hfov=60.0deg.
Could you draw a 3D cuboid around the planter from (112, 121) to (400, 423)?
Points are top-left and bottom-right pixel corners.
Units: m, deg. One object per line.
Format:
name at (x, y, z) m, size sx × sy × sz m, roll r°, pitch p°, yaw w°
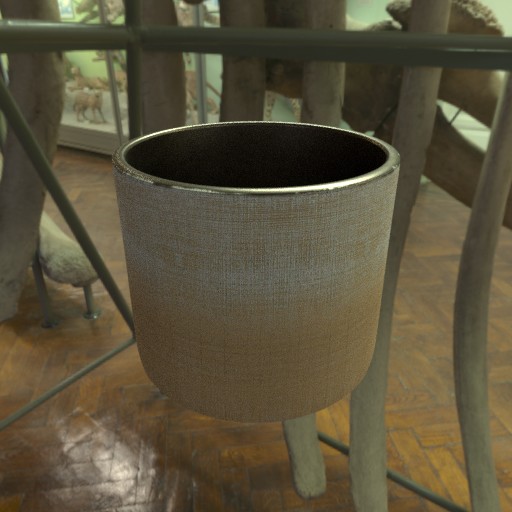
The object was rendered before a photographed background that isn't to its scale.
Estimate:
planter at (0.000, 0.000, 0.447) m, size 0.254 × 0.221 × 0.254 m, roll 0°, pitch 27°, yaw 0°
